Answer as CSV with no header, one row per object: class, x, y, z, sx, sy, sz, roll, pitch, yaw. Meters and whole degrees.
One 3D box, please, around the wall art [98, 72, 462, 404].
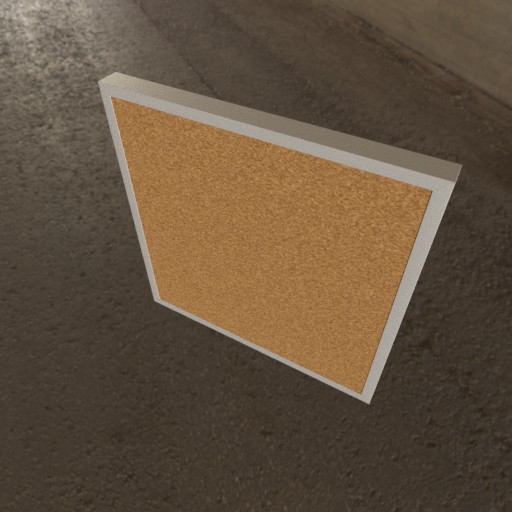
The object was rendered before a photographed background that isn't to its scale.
wall art,0.000,0.000,0.749,0.506,0.505,0.038,22,49,20
